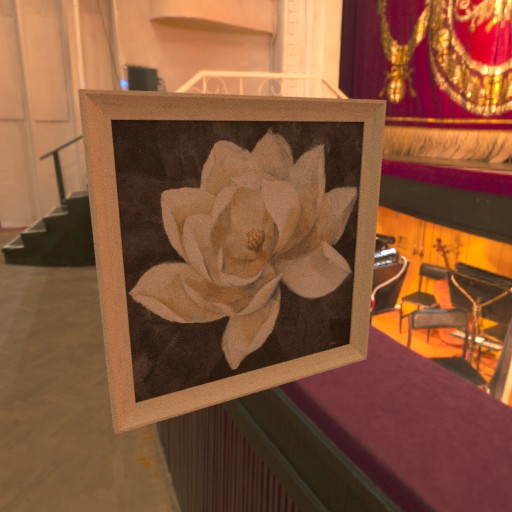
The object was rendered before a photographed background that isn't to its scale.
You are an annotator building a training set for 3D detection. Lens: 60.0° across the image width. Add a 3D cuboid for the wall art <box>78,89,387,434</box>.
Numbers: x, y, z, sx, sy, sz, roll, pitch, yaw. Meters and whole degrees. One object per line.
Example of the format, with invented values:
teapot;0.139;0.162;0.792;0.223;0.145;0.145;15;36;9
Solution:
wall art;0.000;0.000;1.493;1.016;1.016;0.045;-8;18;-27
